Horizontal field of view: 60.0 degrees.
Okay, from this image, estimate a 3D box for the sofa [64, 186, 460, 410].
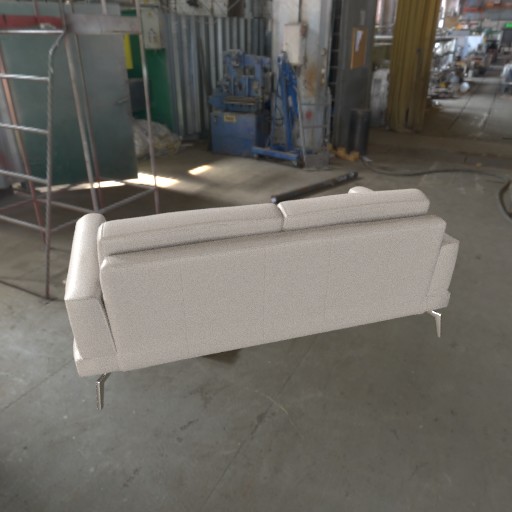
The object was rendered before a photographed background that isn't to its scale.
[{"bbox_3d":[0.000,0.000,2.755,2.177,0.930,1.121,-8,28,-15],"label":"sofa"}]
